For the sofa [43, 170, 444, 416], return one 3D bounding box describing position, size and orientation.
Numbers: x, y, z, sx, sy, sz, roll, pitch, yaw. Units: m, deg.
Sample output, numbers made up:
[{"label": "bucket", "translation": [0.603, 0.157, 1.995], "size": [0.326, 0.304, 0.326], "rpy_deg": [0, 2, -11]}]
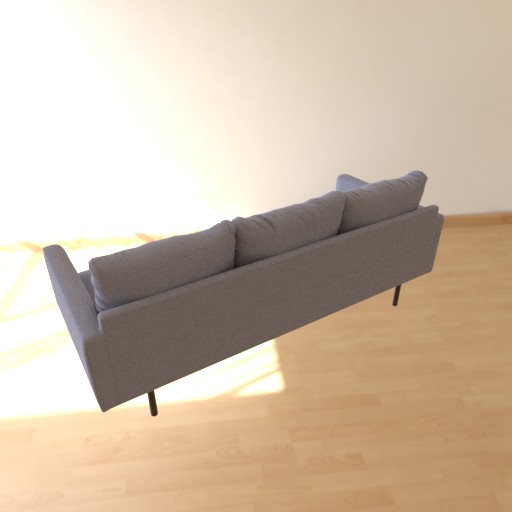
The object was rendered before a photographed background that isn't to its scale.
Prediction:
[{"label": "sofa", "translation": [0.000, 0.000, 2.424], "size": [2.000, 0.830, 0.850], "rpy_deg": [-18, 35, -27]}]
